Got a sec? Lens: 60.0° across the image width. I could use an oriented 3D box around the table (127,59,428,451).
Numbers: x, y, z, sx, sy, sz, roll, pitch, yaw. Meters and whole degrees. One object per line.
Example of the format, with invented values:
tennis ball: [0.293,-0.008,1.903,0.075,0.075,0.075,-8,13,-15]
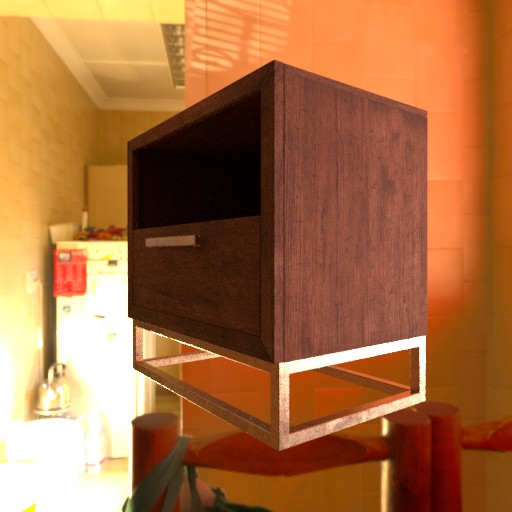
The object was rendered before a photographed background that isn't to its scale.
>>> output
table: [0.000,0.000,1.288,0.542,0.746,0.767,0,0,-37]
